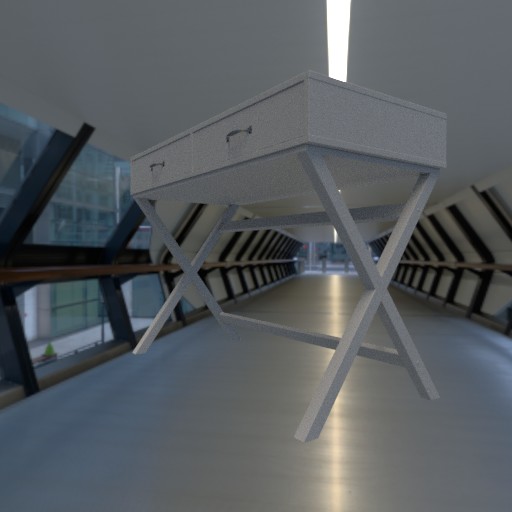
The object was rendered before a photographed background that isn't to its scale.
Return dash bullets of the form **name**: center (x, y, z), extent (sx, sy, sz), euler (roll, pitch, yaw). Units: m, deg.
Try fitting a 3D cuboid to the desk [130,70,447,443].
- **desk**: center (0.000, 0.000, 1.491), extent (0.525, 0.780, 1.057), euler (0, 1, -35)
